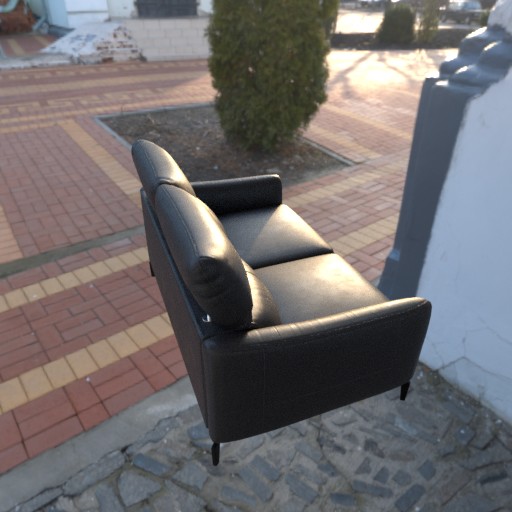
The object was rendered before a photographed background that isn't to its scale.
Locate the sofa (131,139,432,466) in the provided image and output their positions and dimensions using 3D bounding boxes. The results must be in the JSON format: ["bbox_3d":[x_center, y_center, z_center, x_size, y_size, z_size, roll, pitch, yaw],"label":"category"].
[{"bbox_3d":[0.000,0.000,2.233,0.958,0.920,1.596,-11,32,-18],"label":"sofa"}]
